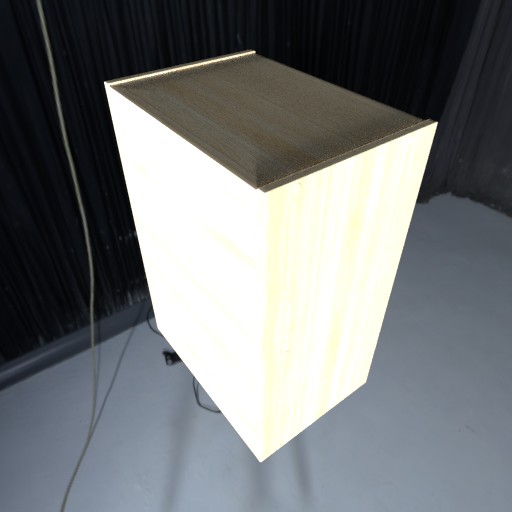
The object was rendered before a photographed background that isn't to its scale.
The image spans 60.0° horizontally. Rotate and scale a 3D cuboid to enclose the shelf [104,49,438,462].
[{"bbox_3d":[0.000,0.000,0.832,0.290,0.592,0.414,-26,47,-27],"label":"shelf"}]
